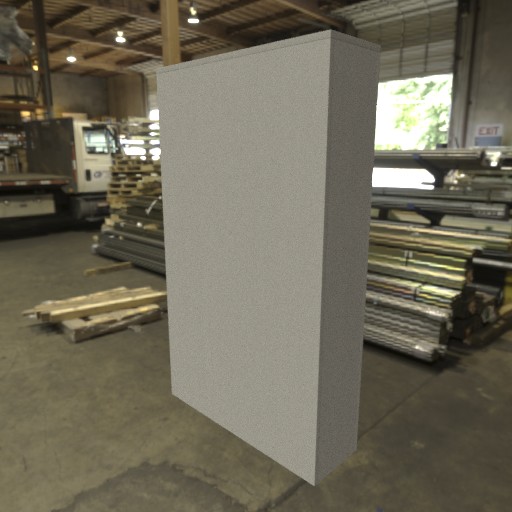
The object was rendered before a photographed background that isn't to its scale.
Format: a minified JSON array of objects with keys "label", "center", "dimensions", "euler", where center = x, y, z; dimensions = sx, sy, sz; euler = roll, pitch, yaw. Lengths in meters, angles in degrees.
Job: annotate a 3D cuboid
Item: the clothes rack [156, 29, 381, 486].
[{"label":"clothes rack","center":[0.000,0.000,1.549],"dimensions":[0.750,1.280,0.250],"euler":[13,19,43]}]
